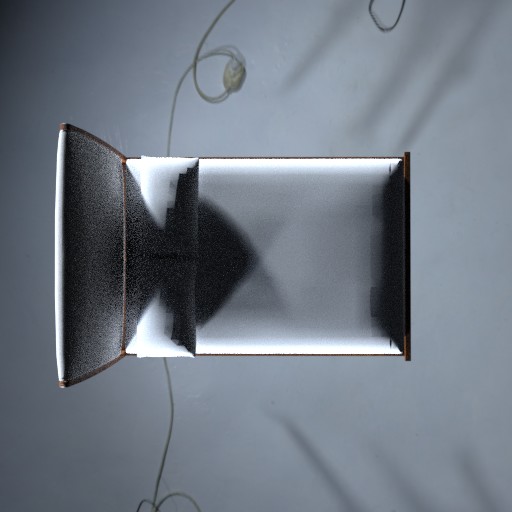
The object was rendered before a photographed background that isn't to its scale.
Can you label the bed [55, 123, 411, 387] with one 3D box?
[{"bbox_3d":[0.000,0.000,3.218,2.380,1.250,1.612,0,89,0],"label":"bed"}]
